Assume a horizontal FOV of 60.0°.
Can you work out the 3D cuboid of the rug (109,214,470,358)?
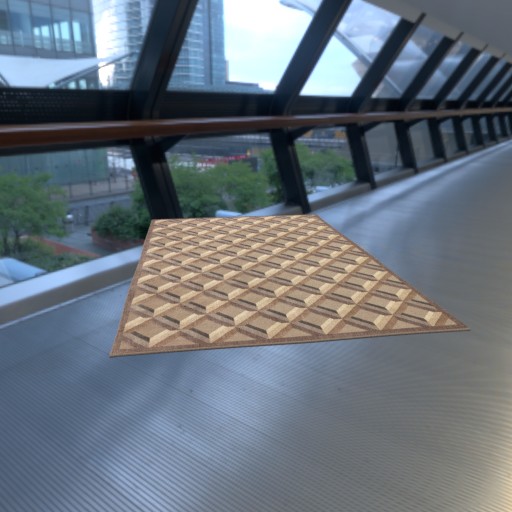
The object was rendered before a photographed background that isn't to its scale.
[{"bbox_3d":[0.000,0.000,2.059,1.066,0.011,1.677,-3,18,-8],"label":"rug"}]
